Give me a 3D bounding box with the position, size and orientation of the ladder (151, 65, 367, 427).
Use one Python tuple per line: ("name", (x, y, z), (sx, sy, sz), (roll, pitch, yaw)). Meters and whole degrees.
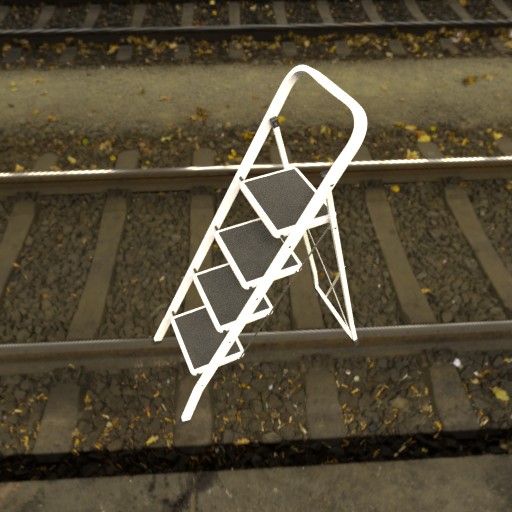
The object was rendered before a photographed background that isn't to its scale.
("ladder", (0.000, 0.000, 1.684), (0.914, 1.265, 0.460), (-18, 49, -16))
